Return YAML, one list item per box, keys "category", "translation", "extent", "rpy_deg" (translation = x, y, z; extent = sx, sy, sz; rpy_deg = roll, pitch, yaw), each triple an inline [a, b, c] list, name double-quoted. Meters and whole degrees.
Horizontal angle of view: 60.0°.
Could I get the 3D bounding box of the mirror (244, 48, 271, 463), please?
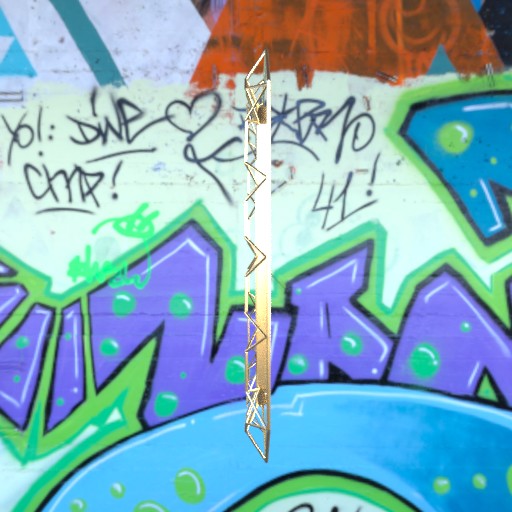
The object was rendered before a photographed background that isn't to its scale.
- category: "mirror"
  translation: [0.000, 0.000, 1.089]
  extent: [0.051, 0.870, 0.572]
  rpy_deg: [0, 0, 0]
